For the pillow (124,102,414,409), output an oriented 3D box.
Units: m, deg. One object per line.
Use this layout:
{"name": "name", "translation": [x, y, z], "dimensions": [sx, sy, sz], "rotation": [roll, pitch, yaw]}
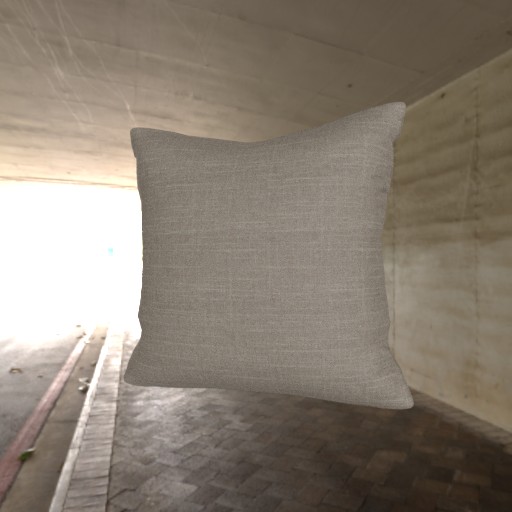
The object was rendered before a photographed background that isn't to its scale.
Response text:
{"name": "pillow", "translation": [0.000, 0.000, 0.635], "dimensions": [0.424, 0.400, 0.169], "rotation": [0, -1, 17]}
